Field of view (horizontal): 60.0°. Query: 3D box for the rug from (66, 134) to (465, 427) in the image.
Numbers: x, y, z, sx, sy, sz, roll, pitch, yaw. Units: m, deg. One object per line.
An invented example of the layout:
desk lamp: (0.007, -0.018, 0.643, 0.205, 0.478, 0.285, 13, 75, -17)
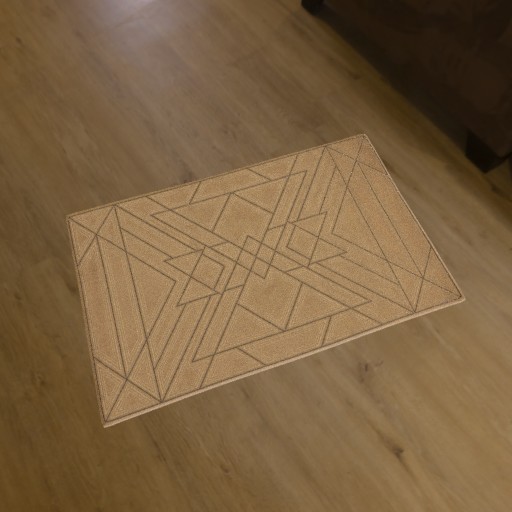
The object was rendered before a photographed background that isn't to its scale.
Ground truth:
rug: (0.000, 0.000, 3.143, 2.459, 0.023, 1.575, -17, 64, -9)
